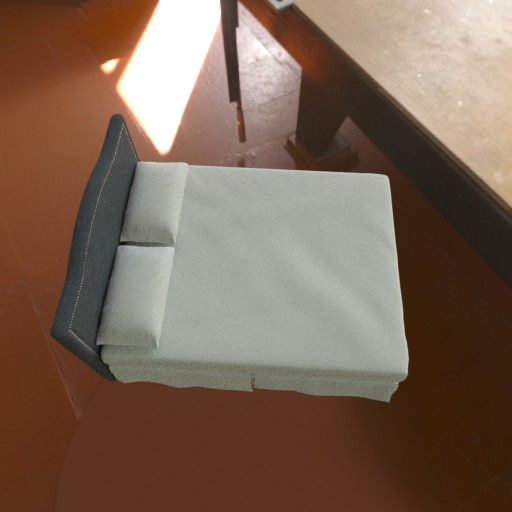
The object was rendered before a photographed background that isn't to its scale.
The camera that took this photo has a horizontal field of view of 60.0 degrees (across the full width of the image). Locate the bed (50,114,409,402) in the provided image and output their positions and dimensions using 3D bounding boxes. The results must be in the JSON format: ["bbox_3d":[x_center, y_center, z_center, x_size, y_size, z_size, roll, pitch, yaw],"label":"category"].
[{"bbox_3d":[0.000,0.000,3.977,2.689,1.457,2.161,3,63,2],"label":"bed"}]
